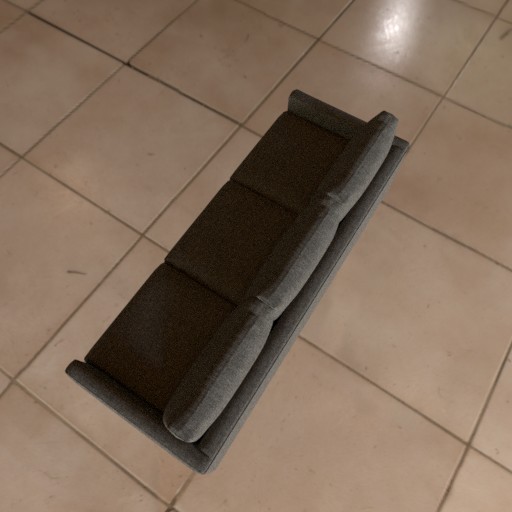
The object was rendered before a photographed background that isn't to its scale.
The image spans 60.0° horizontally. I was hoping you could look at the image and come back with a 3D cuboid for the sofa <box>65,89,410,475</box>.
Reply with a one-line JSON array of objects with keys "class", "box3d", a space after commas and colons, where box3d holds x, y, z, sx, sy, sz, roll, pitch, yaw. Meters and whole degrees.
[{"class": "sofa", "box3d": [0.000, 0.000, 2.634, 0.876, 0.879, 2.253, 30, 69, 13]}]
